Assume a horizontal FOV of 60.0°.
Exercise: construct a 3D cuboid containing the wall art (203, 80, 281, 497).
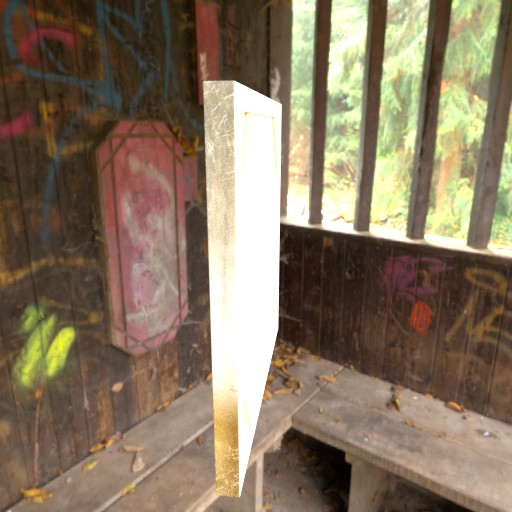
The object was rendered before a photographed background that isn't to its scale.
[{"bbox_3d":[0.000,0.000,0.900,0.038,0.610,0.610,2,17,8],"label":"wall art"}]
